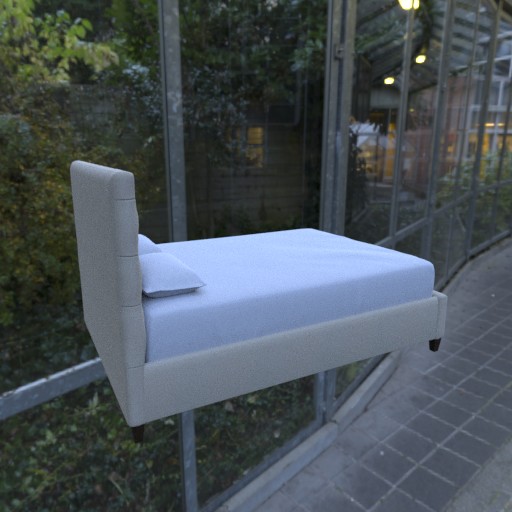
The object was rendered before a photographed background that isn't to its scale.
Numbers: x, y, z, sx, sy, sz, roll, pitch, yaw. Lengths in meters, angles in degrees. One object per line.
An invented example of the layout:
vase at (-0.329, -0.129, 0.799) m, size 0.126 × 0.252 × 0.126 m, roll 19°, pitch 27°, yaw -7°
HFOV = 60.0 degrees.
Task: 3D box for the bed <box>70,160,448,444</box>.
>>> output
bed at (0.000, 0.000, 3.416) m, size 2.387 × 1.427 × 1.698 m, roll -7°, pitch 16°, yaw -27°
